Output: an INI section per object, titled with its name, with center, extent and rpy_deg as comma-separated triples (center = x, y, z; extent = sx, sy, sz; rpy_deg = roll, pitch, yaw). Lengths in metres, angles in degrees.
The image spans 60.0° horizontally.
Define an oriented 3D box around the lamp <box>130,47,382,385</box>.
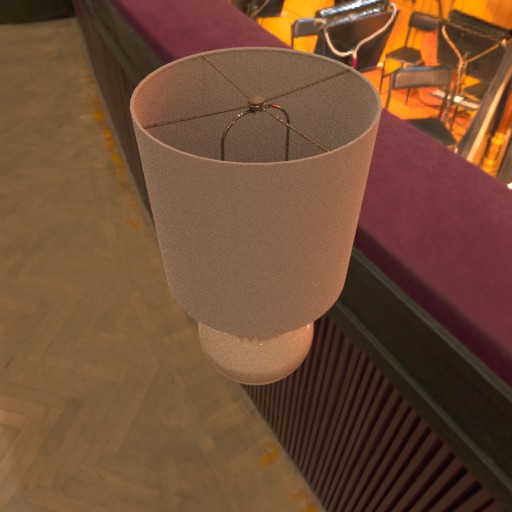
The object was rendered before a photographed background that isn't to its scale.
[lamp]
center = 0.000, 0.000, 0.531
extent = 0.217, 0.404, 0.217
rpy_deg = -23, 50, -21
